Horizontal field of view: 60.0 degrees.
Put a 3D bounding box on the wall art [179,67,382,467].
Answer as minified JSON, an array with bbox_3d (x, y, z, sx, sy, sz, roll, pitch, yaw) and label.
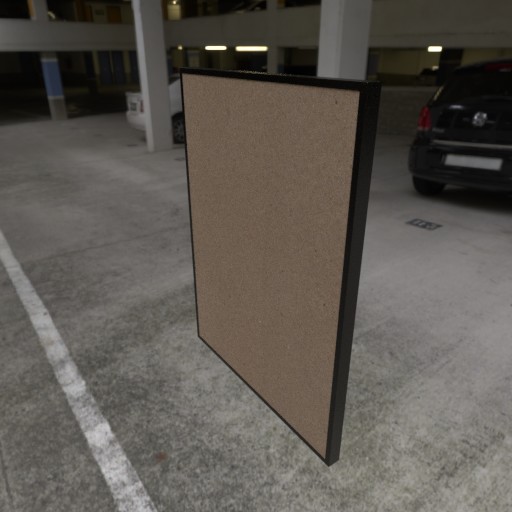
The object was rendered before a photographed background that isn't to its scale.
[{"bbox_3d":[0.000,0.000,1.367,0.043,1.046,0.788,-17,30,-32],"label":"wall art"}]
